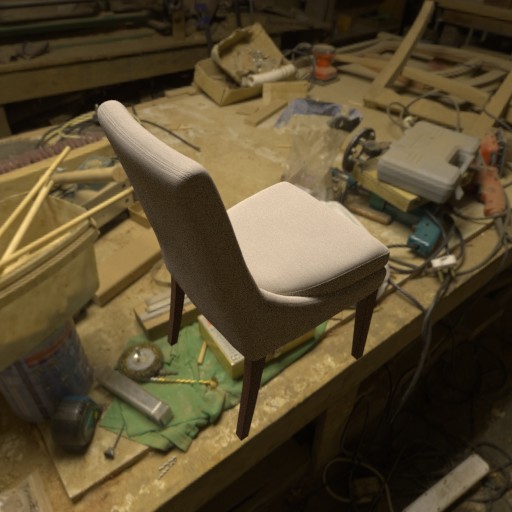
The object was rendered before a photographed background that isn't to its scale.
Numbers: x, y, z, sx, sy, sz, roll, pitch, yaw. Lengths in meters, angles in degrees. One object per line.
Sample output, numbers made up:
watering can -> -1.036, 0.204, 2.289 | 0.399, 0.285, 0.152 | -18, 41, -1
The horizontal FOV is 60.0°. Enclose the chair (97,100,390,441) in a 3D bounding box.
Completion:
chair -> 0.000, 0.000, 1.311 | 0.638, 0.940, 0.515 | -26, 47, -27
